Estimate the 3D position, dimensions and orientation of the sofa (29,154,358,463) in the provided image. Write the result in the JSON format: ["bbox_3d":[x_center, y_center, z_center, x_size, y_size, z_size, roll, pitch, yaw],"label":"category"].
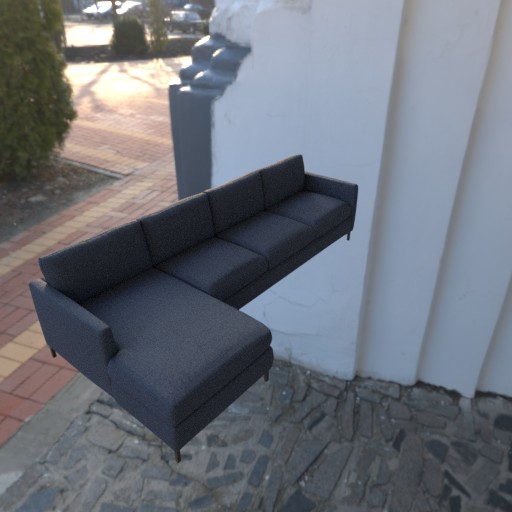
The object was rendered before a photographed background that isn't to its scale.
[{"bbox_3d":[0.000,0.000,2.883,1.125,0.673,2.445,22,36,33],"label":"sofa"}]
